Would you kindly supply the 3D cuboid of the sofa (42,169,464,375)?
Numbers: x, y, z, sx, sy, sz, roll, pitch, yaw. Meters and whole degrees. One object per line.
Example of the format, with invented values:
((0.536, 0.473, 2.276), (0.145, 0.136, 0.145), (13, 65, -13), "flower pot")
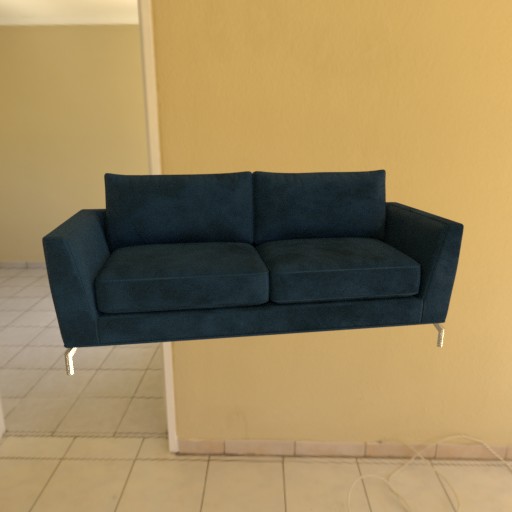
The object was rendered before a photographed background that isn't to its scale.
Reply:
((0.000, 0.000, 2.738), (2.212, 0.998, 0.853), (-2, 16, -8), "sofa")
